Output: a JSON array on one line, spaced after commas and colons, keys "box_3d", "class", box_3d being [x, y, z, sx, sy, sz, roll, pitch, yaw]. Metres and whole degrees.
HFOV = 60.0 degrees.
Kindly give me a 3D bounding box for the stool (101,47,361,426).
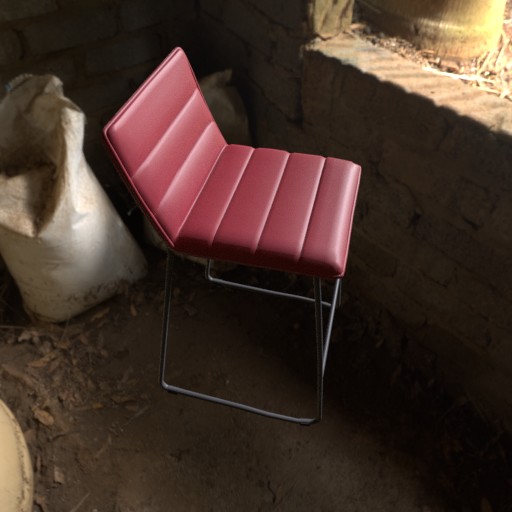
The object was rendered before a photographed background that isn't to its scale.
[{"box_3d": [0.000, 0.000, 1.213, 0.524, 0.937, 0.489, 11, 49, 10], "class": "stool"}]
